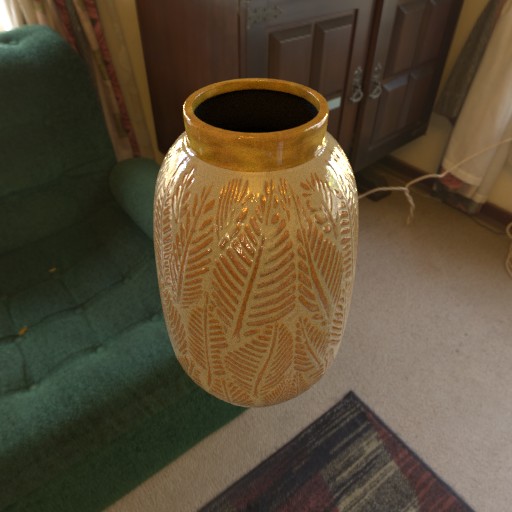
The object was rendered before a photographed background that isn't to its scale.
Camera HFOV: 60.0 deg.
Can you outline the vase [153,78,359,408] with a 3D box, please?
[{"bbox_3d":[0.000,0.000,0.383,0.172,0.270,0.172,0,42,0],"label":"vase"}]
